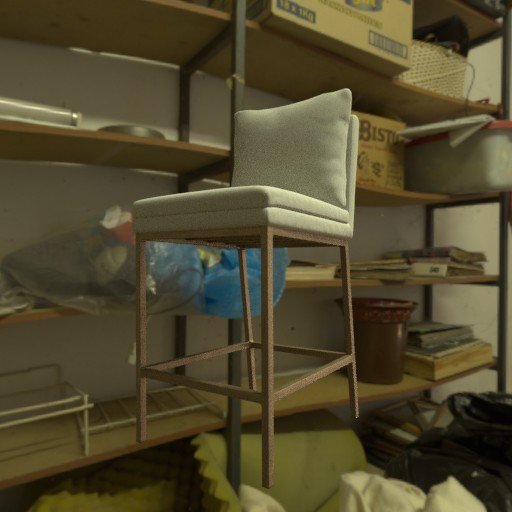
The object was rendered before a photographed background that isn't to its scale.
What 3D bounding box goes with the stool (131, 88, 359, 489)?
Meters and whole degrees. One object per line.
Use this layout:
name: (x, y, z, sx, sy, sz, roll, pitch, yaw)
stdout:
stool: (0.000, 0.000, 1.324, 0.463, 1.032, 0.572, 0, 0, 35)
